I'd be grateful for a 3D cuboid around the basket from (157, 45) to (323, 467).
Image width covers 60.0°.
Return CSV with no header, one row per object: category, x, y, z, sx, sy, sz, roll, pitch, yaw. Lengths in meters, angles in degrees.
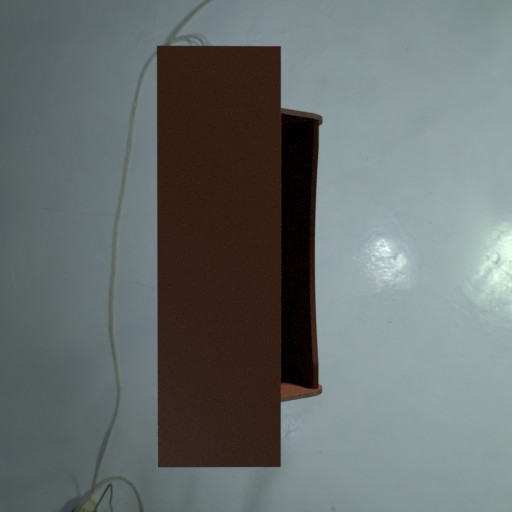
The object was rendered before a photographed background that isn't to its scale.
basket,0.000,0.000,1.146,0.376,0.625,0.792,0,91,0
